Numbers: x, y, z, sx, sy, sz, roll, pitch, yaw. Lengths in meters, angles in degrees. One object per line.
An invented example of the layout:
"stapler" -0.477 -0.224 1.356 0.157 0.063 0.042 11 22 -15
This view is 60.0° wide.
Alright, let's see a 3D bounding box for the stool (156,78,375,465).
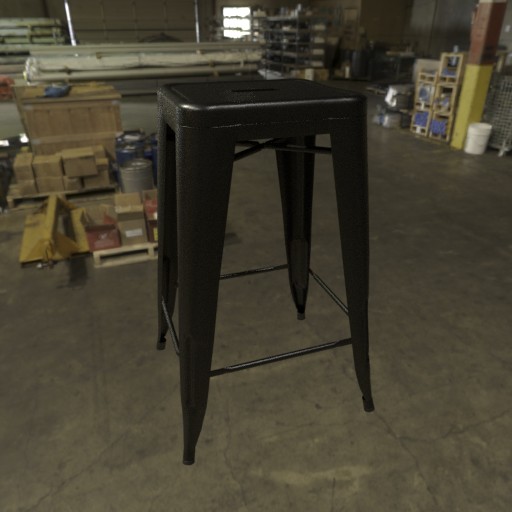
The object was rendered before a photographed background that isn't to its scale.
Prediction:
"stool" 0.000 0.000 0.855 0.399 0.609 0.359 -9 29 -17
